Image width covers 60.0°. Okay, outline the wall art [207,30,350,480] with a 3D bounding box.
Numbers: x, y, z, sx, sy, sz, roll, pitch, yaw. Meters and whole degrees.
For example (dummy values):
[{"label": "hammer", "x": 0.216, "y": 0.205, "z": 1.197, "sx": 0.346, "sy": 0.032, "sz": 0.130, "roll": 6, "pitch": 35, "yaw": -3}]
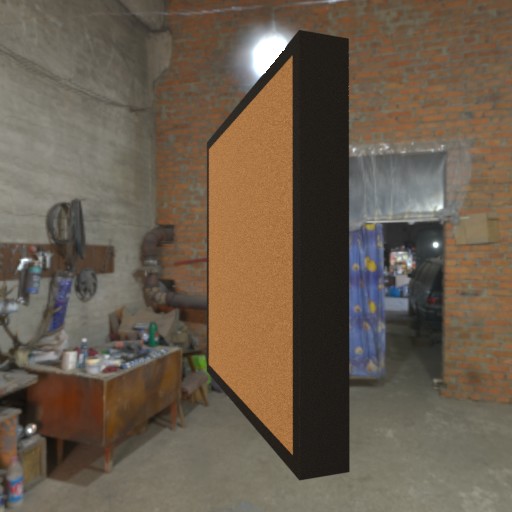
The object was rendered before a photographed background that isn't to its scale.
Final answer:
[{"label": "wall art", "x": 0.000, "y": 0.000, "z": 0.449, "sx": 0.038, "sy": 0.304, "sz": 0.305, "roll": 0, "pitch": 0, "yaw": -18}]
